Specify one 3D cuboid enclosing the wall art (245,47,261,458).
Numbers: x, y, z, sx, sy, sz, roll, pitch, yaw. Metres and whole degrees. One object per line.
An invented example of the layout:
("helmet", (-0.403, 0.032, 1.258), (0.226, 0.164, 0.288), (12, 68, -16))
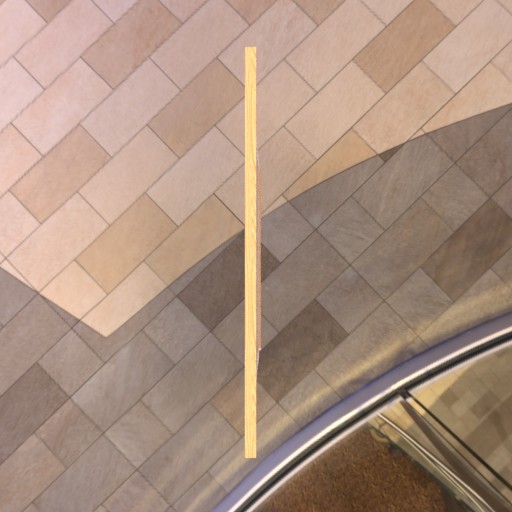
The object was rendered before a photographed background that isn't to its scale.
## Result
("wall art", (0.000, 0.000, 1.305), (0.020, 1.016, 0.739), (0, 89, 1))
